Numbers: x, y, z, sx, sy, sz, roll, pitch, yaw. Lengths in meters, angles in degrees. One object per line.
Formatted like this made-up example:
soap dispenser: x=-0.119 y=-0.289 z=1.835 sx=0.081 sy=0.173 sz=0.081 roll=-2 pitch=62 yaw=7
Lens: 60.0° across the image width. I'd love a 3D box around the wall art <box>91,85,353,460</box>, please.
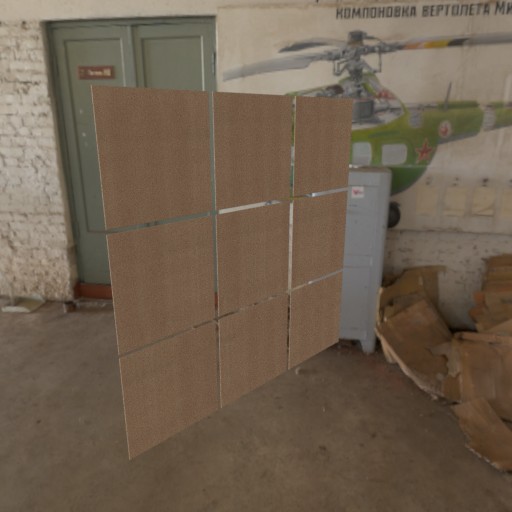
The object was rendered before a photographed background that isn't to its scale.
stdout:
wall art: x=0.000 y=0.000 z=2.187 sx=1.517 sy=1.505 sz=0.002 roll=-16 pitch=23 yaw=-42
